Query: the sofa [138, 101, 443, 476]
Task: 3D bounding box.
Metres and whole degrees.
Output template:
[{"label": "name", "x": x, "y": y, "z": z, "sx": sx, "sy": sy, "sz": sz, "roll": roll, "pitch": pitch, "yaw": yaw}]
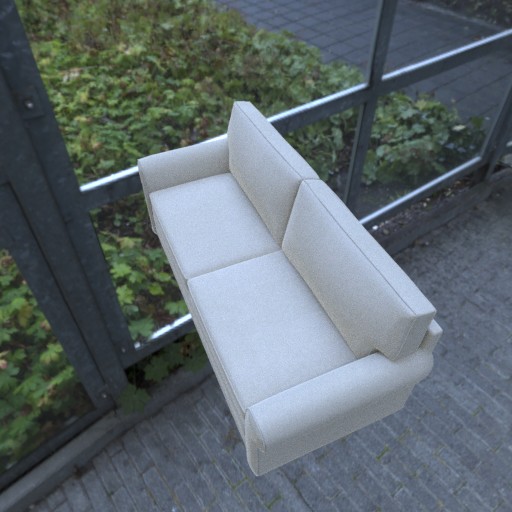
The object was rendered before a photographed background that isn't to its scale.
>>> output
[{"label": "sofa", "x": 0.000, "y": 0.000, "z": 2.619, "sx": 0.901, "sy": 0.962, "sz": 2.146, "roll": -18, "pitch": 49, "yaw": -16}]
